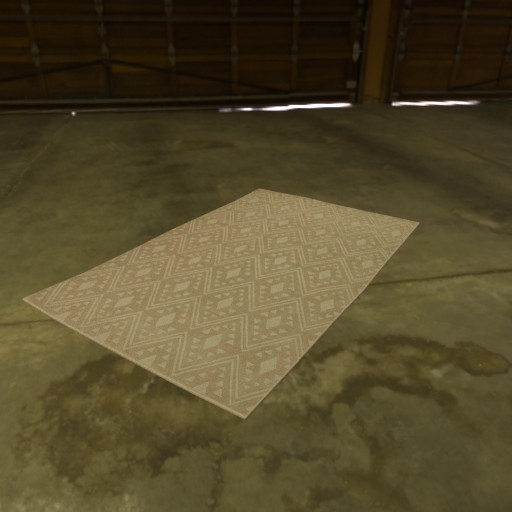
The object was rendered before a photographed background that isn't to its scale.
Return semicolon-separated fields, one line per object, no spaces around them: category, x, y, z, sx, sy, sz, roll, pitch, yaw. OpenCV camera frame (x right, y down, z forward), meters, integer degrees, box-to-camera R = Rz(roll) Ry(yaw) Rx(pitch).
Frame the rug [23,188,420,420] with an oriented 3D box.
rug;0.000;0.000;3.023;1.553;0.053;2.430;17;32;30
